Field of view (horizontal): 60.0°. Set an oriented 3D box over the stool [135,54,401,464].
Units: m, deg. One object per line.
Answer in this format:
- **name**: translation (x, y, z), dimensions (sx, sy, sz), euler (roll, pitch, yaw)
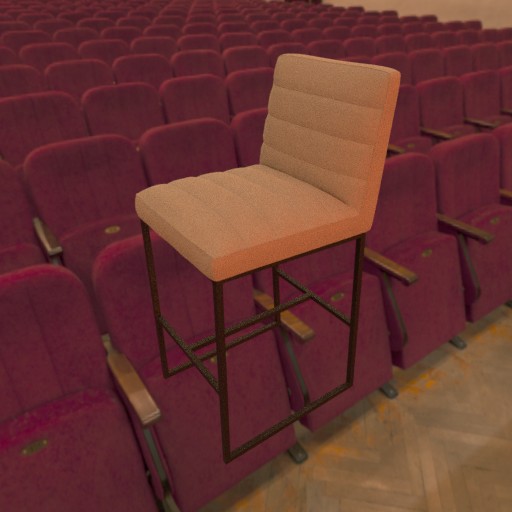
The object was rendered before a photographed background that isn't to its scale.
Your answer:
- **stool**: translation (0.000, 0.000, 1.342), dimensions (0.573, 1.061, 0.464), euler (-20, 36, -30)
